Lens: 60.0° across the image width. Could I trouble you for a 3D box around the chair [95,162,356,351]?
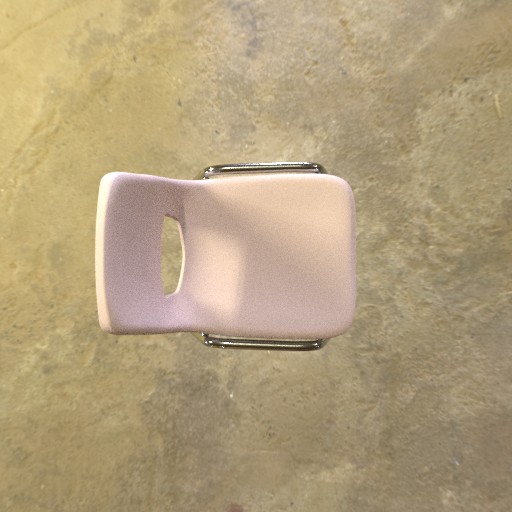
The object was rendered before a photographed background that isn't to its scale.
[{"bbox_3d":[0.000,0.000,0.792,0.385,0.537,0.354,0,89,0],"label":"chair"}]
